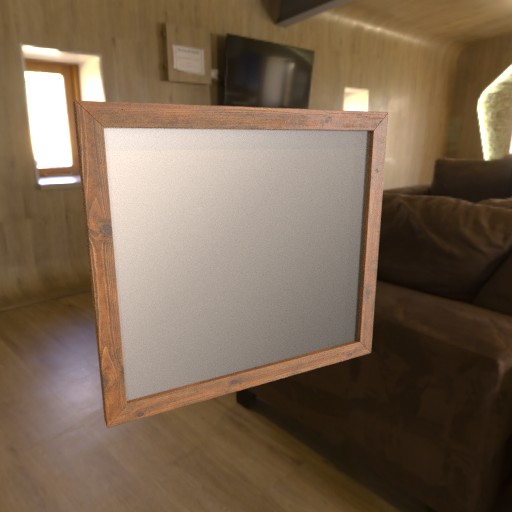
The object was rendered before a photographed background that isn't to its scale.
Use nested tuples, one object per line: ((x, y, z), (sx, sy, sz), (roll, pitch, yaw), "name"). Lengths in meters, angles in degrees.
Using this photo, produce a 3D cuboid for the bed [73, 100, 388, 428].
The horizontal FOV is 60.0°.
((0.000, 0.000, 1.482), (1.046, 0.942, 0.046), (-8, 17, -27), "bed")
